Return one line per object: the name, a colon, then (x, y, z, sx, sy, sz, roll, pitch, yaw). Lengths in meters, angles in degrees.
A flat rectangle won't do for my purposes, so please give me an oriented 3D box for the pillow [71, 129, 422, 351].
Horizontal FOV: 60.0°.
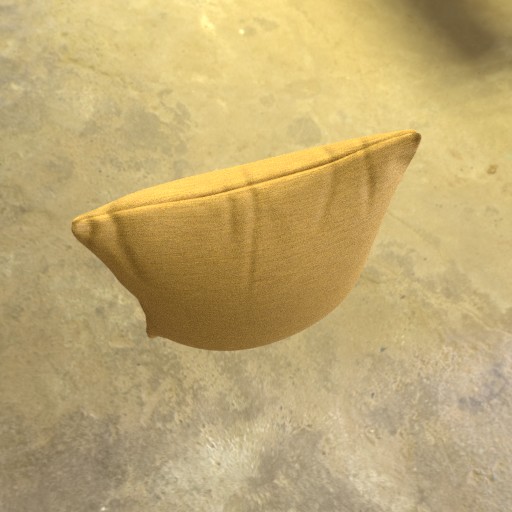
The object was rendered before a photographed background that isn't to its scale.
pillow: (0.000, 0.000, 0.697, 0.435, 0.417, 0.247, -16, 64, -8)
